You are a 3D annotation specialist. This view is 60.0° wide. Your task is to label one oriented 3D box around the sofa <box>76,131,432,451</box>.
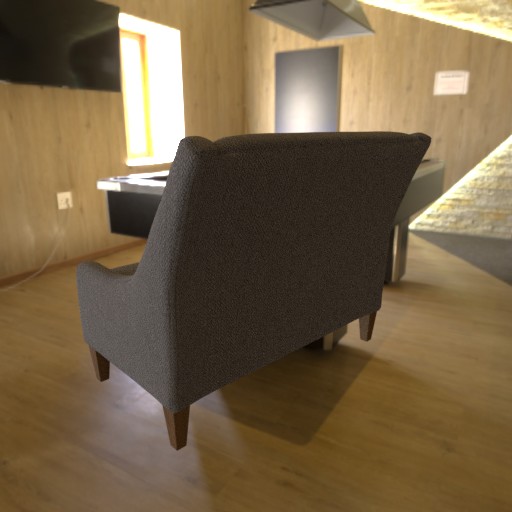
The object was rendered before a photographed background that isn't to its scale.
[{"bbox_3d":[0.000,0.000,1.882,1.242,1.022,0.873,-15,22,-41],"label":"sofa"}]
